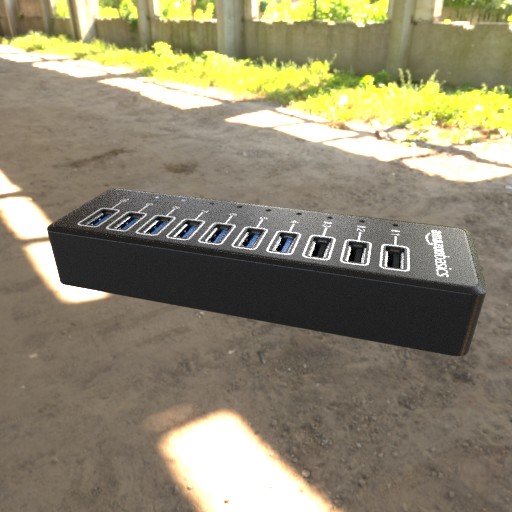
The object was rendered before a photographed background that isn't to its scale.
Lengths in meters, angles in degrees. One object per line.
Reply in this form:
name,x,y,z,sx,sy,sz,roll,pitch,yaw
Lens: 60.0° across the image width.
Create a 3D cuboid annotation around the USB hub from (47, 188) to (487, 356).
USB hub,0.000,0.000,0.161,0.145,0.023,0.044,8,30,14
